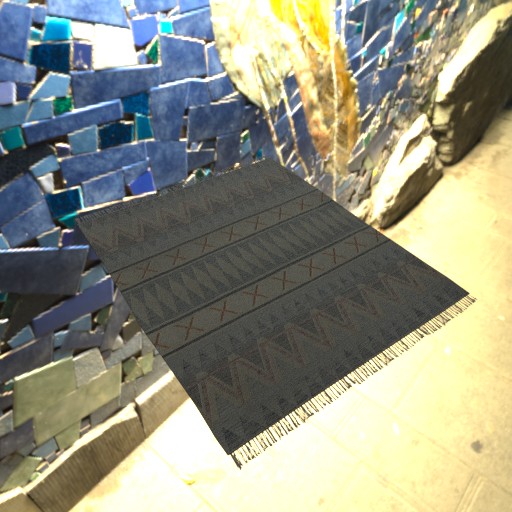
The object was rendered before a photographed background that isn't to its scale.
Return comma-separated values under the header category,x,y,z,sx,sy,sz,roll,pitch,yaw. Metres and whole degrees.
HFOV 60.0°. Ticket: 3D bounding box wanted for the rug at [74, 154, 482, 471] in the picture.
category,x,y,z,sx,sy,sz,roll,pitch,yaw
rug,0.000,0.000,3.979,2.371,0.012,3.000,-24,47,-26
